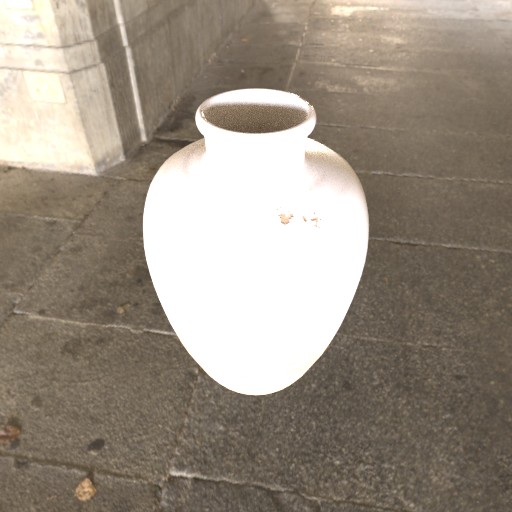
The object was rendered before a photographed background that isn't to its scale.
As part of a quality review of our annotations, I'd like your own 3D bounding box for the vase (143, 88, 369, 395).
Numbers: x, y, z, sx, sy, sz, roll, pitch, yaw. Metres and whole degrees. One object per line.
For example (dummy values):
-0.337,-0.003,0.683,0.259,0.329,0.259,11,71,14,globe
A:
0.000,0.000,0.335,0.158,0.228,0.158,0,41,0,vase
